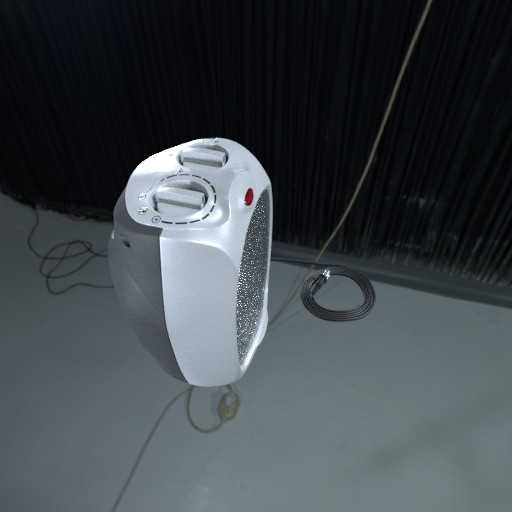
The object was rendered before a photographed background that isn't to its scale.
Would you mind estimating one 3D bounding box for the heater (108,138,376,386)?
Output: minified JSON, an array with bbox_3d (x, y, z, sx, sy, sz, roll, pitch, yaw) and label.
[{"bbox_3d":[0.000,0.000,0.478,0.291,0.240,0.239,10,47,9],"label":"heater"}]
